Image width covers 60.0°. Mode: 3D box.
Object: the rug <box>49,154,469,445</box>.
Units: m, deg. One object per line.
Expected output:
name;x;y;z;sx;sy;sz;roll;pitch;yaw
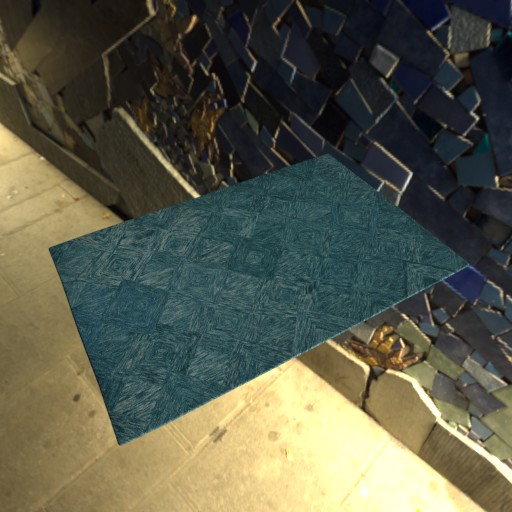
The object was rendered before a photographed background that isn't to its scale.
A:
rug;0.000;0.000;2.159;1.728;0.017;1.136;-22;49;-21
